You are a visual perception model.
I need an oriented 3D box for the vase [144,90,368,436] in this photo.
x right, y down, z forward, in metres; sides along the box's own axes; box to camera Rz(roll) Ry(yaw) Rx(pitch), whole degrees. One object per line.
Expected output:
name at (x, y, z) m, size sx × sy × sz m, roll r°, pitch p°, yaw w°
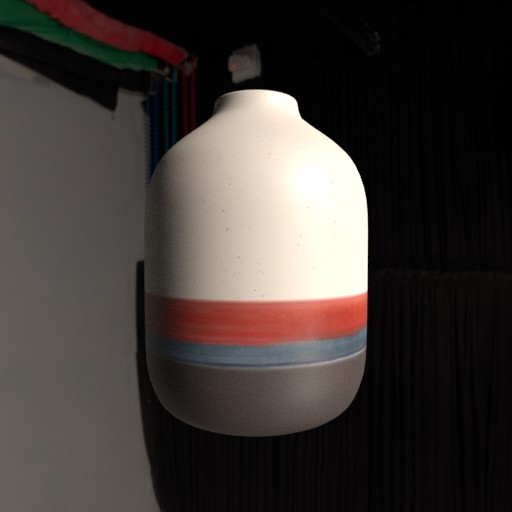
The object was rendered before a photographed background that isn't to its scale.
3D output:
vase at (0.000, 0.000, 0.347) m, size 0.169 × 0.237 × 0.169 m, roll 0°, pitch 1°, yaw 0°
